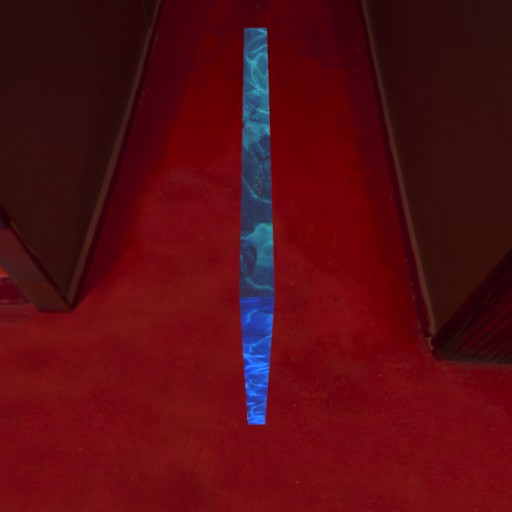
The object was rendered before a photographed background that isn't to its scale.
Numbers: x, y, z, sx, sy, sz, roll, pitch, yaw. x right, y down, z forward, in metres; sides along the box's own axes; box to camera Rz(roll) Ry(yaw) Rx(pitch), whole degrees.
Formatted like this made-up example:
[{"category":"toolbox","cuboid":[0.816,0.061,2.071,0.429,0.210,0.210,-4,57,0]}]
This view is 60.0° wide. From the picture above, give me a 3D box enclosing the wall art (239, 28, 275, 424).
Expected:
[{"category":"wall art","cuboid":[0.000,0.000,0.880,0.038,0.635,0.508,0,58,0]}]
